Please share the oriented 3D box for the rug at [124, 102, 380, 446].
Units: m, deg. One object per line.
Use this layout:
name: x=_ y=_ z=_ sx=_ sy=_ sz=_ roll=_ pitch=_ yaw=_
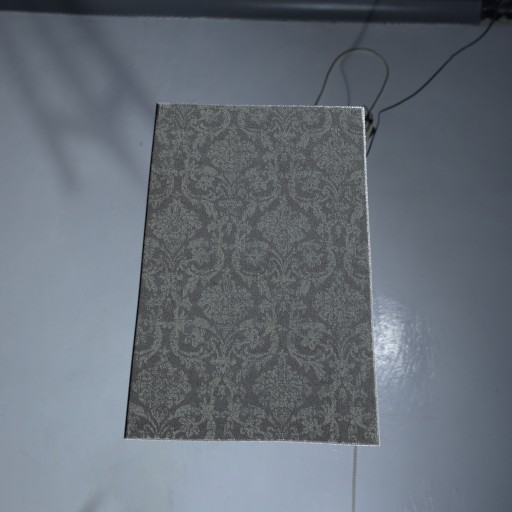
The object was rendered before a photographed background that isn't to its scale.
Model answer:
rug: x=0.000 y=0.000 z=3.508 sx=1.819 sy=0.018 sz=2.746 roll=1 pitch=74 yaw=0
